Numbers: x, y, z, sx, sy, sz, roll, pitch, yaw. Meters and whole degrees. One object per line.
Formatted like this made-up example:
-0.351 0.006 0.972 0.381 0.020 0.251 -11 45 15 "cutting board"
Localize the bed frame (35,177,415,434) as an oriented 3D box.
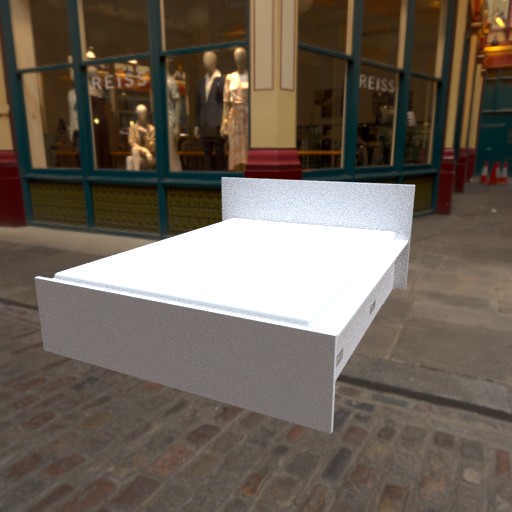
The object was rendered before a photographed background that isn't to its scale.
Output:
0.000 0.000 2.830 1.622 0.800 1.960 7 16 25 "bed frame"
